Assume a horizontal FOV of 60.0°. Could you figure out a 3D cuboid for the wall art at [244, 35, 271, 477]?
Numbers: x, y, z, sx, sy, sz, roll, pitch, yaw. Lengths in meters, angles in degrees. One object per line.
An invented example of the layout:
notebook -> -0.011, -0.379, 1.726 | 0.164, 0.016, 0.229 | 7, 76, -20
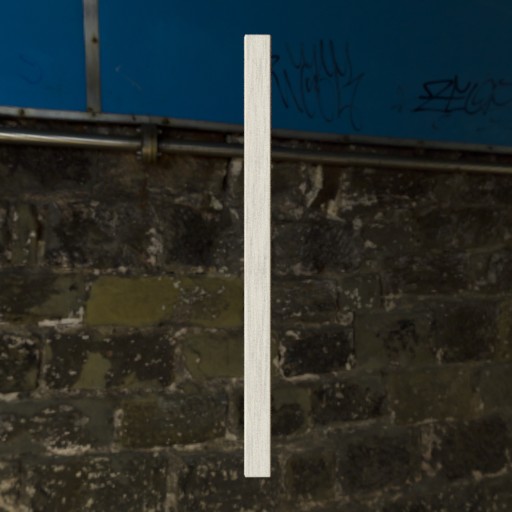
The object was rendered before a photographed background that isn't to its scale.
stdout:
wall art -> 0.000, 0.000, 1.930 | 0.078, 1.288, 1.287 | 0, 0, 0
